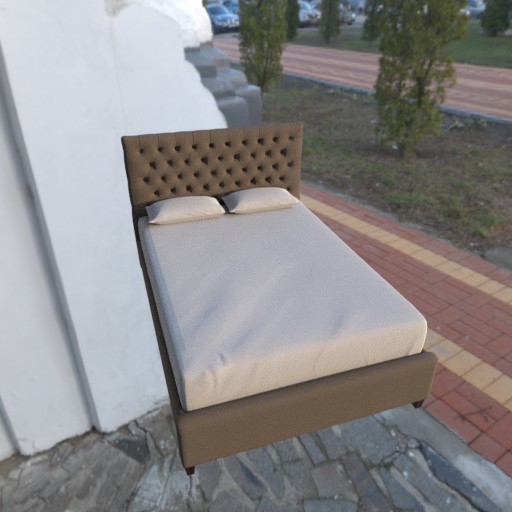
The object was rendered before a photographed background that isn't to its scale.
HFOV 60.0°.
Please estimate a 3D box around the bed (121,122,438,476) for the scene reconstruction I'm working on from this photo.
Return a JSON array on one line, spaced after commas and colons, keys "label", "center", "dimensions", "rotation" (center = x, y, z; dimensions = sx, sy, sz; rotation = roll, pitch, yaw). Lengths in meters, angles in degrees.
[{"label": "bed", "center": [0.000, 0.000, 3.430], "dimensions": [1.698, 1.427, 2.387], "rotation": [-9, 31, -16]}]
